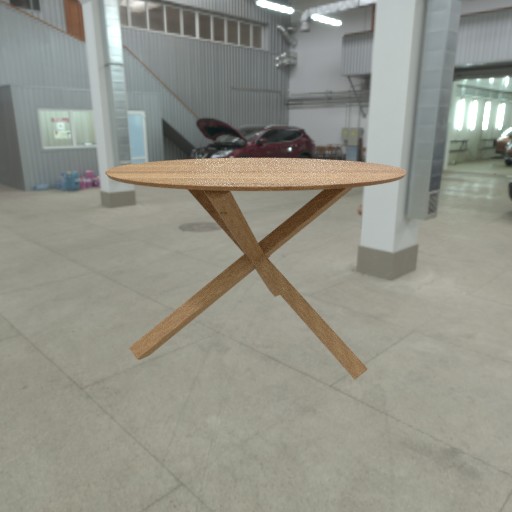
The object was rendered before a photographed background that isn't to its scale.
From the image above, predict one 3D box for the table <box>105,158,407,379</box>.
[{"bbox_3d":[0.000,0.000,1.698,1.038,0.666,1.038,0,16,0],"label":"table"}]
